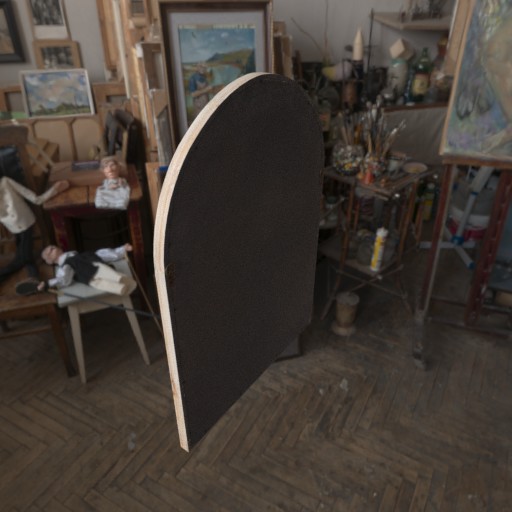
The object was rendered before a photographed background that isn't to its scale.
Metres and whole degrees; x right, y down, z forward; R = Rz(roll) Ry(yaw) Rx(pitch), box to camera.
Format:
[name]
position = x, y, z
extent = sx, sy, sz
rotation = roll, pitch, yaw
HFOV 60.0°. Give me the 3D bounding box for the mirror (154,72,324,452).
[mirror]
position = 0.000, 0.000, 1.192
extent = 0.032, 0.920, 0.660
rotation = 21, 38, 30
